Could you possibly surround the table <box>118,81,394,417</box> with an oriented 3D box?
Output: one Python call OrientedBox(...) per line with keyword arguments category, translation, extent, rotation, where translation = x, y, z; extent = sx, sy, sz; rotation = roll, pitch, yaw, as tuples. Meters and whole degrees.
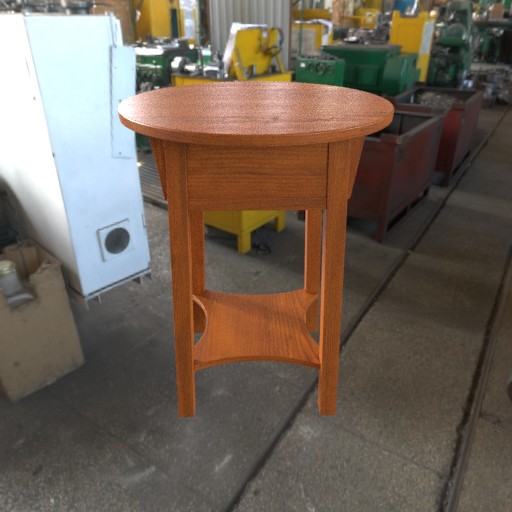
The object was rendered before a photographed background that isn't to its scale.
OrientedBox(category="table", translation=(0.000, 0.000, 0.909), extent=(0.457, 0.610, 0.457), rotation=(0, 29, 0))
